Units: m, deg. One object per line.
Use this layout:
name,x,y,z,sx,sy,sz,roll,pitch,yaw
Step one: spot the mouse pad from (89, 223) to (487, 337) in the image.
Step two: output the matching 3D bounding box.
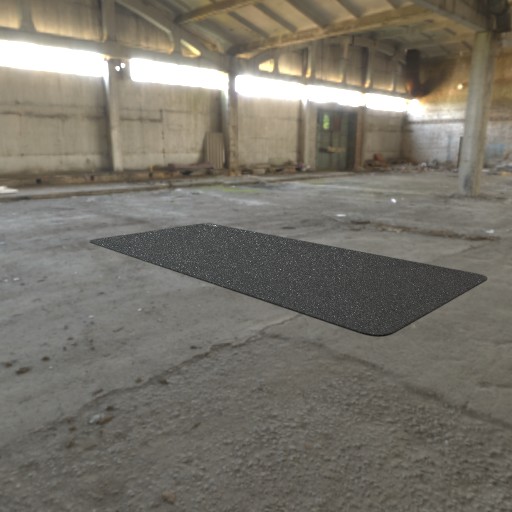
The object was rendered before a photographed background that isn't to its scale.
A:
mouse pad,0.000,0.000,1.049,0.424,0.003,0.907,-13,19,-43
